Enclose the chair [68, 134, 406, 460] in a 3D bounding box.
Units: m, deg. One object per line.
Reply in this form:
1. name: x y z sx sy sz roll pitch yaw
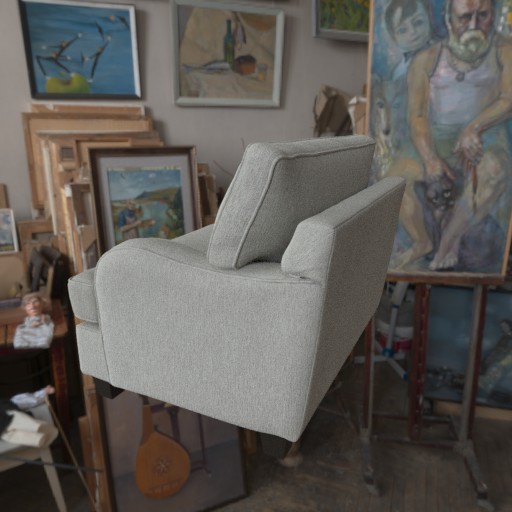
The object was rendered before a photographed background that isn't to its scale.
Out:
1. chair: 0.000 0.000 1.941 1.041 1.016 1.220 8 18 25
